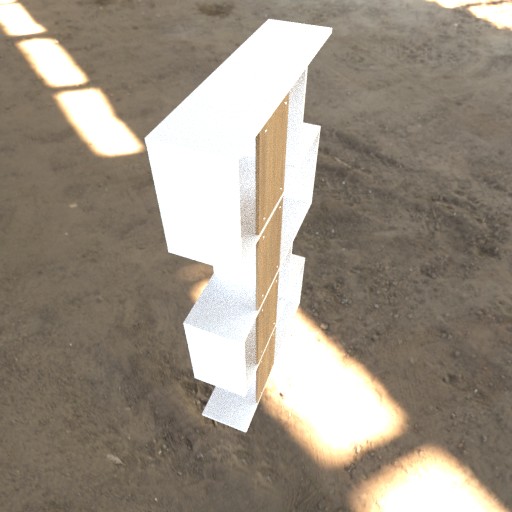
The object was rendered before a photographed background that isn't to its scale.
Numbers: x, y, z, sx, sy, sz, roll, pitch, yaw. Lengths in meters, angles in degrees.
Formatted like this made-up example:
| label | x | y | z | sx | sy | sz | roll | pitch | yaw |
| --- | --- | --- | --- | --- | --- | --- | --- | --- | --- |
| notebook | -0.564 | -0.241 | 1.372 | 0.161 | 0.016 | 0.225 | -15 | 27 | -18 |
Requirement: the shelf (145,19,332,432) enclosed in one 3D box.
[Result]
| label | x | y | z | sx | sy | sz | roll | pitch | yaw |
| --- | --- | --- | --- | --- | --- | --- | --- | --- | --- |
| shelf | 0.000 | 0.000 | 1.969 | 0.250 | 1.650 | 0.890 | 16 | 49 | 15 |
